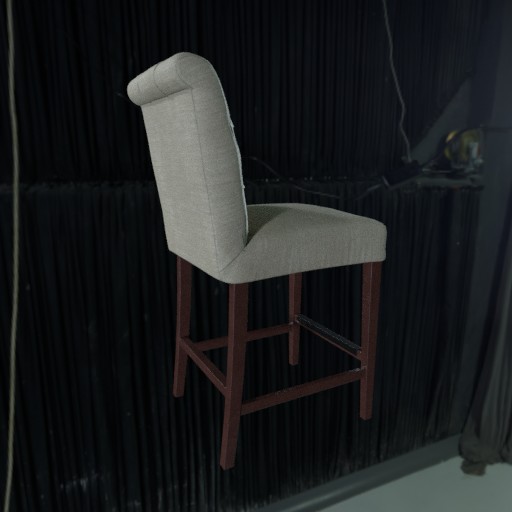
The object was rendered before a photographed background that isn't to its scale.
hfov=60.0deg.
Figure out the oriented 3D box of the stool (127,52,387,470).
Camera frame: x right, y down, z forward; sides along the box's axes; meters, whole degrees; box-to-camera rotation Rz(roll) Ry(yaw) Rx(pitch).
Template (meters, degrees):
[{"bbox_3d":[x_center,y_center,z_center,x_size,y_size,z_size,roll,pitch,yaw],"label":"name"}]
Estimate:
[{"bbox_3d":[0.000,0.000,1.413,0.660,1.084,0.486,-7,15,-27],"label":"stool"}]
